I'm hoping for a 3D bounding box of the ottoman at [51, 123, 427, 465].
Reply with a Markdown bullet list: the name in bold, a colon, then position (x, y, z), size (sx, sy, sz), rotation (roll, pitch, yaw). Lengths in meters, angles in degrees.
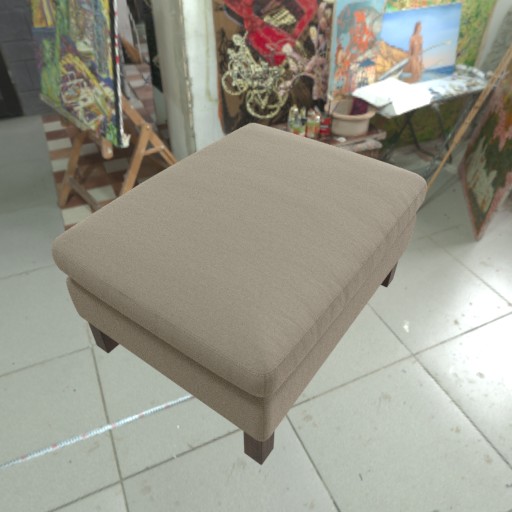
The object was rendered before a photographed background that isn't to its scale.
- **ottoman**: position (0.000, 0.000, 1.157), size (0.606, 0.420, 0.771), rotation (25, 47, 26)
